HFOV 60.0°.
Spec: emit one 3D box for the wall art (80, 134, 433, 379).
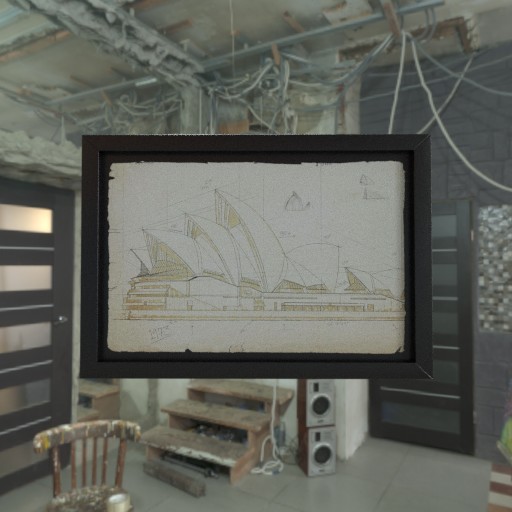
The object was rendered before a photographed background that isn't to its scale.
[{"bbox_3d":[0.000,0.000,0.561,0.440,0.306,0.013,0,-1,0],"label":"wall art"}]
